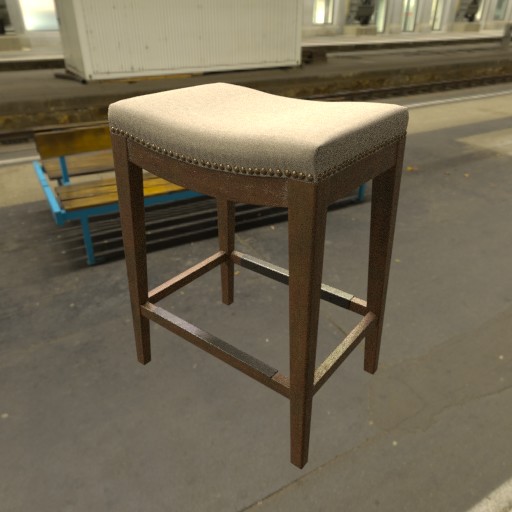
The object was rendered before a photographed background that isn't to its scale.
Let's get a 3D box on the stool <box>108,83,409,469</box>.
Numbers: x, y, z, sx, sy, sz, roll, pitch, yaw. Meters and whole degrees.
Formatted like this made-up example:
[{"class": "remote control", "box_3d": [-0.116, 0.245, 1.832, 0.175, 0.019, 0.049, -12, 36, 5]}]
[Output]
[{"class": "stool", "box_3d": [0.000, 0.000, 0.984, 0.508, 0.660, 0.356, 21, 36, 32]}]
